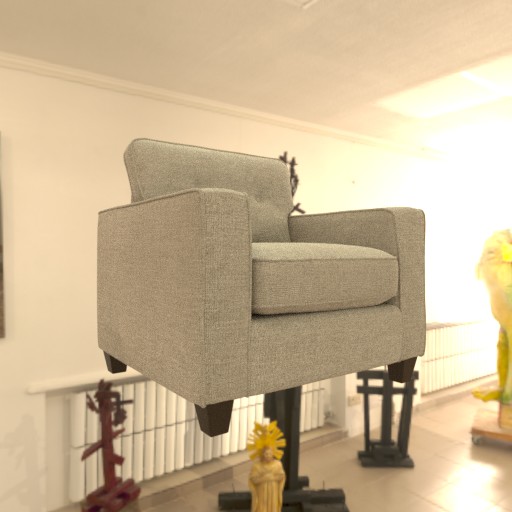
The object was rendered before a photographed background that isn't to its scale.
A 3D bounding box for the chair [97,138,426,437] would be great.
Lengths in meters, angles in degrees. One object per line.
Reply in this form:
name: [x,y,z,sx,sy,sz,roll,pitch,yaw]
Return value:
chair: [0.000,0.000,1.775,1.015,0.965,0.939,0,1,-36]
